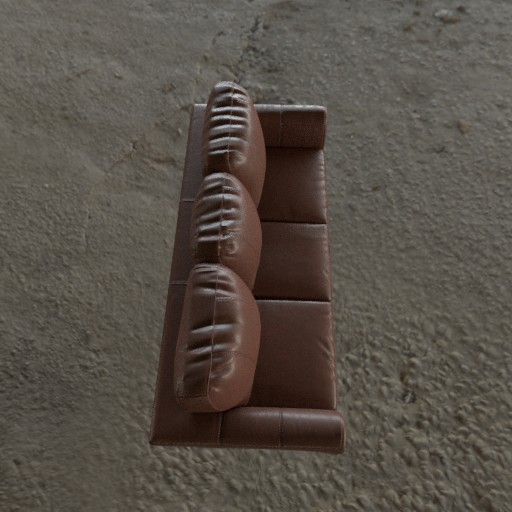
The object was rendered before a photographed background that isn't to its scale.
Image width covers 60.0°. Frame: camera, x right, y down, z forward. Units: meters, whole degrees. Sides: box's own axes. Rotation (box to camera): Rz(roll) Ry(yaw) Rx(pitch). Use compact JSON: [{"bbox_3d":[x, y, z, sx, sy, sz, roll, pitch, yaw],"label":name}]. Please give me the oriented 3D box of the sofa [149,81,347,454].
[{"bbox_3d":[0.000,0.000,2.289,0.802,0.915,1.862,1,63,1],"label":"sofa"}]
